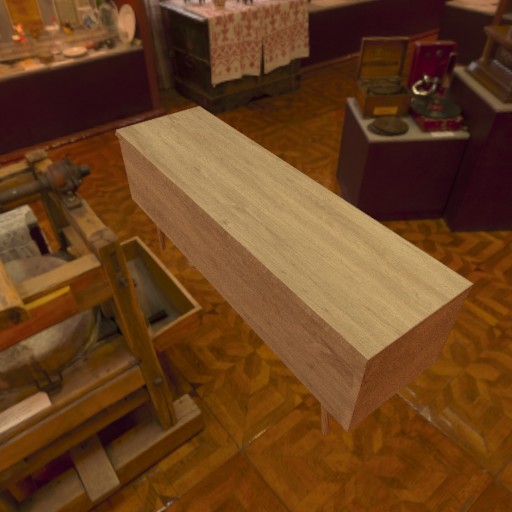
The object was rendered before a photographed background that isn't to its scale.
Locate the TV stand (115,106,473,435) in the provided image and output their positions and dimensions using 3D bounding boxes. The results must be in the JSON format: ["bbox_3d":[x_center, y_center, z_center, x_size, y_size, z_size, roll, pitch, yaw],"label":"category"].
[{"bbox_3d":[0.000,0.000,1.592,0.401,0.565,1.313,-26,48,-26],"label":"TV stand"}]
